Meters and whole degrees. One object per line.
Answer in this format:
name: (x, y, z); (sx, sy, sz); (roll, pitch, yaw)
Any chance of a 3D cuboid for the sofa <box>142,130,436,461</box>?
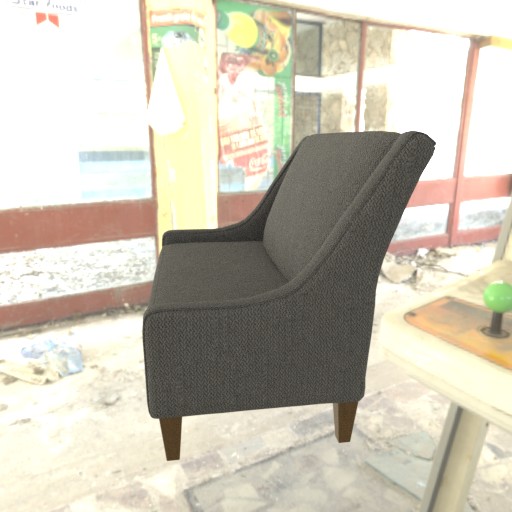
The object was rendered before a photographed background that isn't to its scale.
sofa: (0.000, 0.000, 1.898); (0.873, 1.022, 1.242); (-2, 15, -8)
